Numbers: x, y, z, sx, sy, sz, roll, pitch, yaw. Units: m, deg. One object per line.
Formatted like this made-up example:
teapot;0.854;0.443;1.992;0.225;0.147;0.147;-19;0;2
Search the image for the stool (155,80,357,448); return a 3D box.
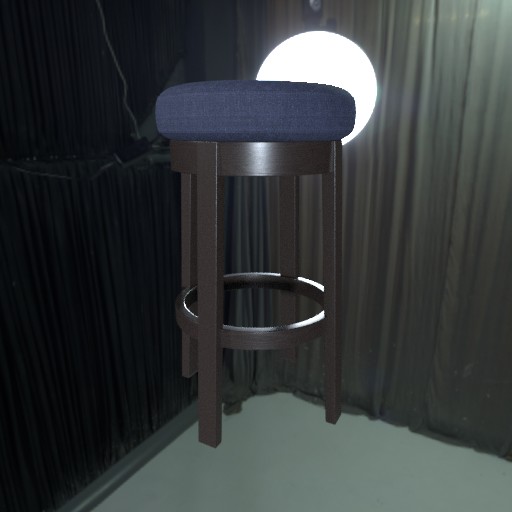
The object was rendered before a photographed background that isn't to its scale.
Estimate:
stool;0.000;0.000;1.053;0.446;0.758;0.446;0;16;0
